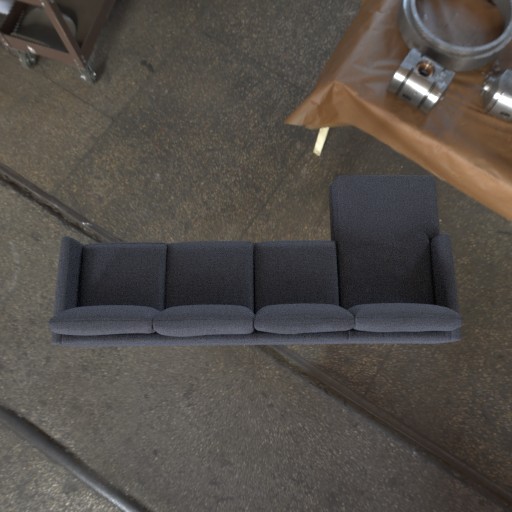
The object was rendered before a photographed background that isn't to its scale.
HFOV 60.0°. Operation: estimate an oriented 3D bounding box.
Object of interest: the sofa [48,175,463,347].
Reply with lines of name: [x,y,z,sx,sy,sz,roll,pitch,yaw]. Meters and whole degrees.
sofa: [0.000,0.000,2.870,2.445,0.673,1.125,-1,76,0]
